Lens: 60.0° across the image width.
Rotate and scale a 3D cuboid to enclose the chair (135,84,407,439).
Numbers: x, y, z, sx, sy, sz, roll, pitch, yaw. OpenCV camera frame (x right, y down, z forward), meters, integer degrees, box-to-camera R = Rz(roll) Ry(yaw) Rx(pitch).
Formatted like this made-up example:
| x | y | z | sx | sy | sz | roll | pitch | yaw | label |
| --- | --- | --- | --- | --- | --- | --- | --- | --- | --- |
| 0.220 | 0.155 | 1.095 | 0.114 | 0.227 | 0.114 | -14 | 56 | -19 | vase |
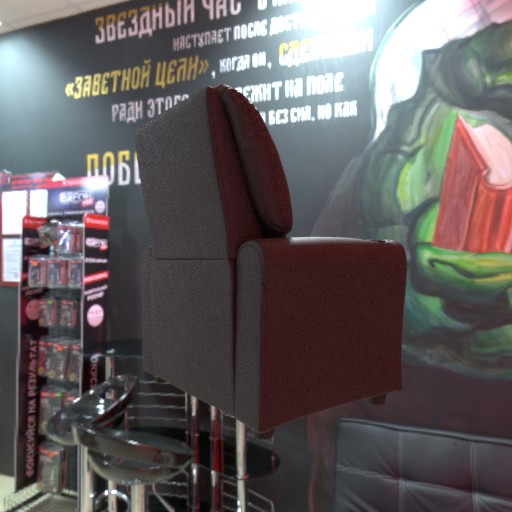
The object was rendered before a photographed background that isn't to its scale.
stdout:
| x | y | z | sx | sy | sz | roll | pitch | yaw | label |
| --- | --- | --- | --- | --- | --- | --- | --- | --- | --- |
| 0.000 | 0.000 | 1.156 | 0.521 | 0.709 | 0.610 | 0 | 0 | -36 | chair |
